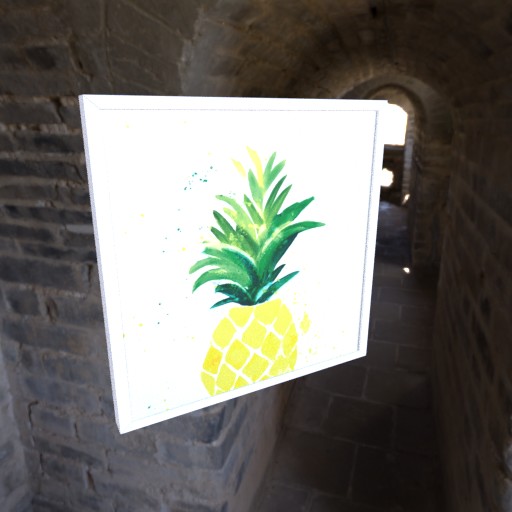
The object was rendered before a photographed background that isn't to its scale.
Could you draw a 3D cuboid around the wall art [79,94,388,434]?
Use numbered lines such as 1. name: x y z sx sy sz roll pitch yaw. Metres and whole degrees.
1. wall art: 0.000 0.000 0.757 0.508 0.507 0.035 -9 20 -27
